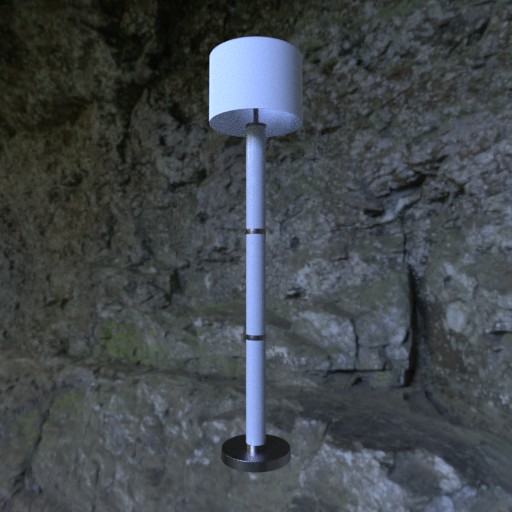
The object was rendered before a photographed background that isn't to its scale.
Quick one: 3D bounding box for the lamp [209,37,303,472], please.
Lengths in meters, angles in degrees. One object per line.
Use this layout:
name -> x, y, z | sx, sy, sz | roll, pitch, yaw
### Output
lamp -> 0.000, 0.000, 1.784 | 0.377, 1.599, 0.377 | 0, -1, -18
